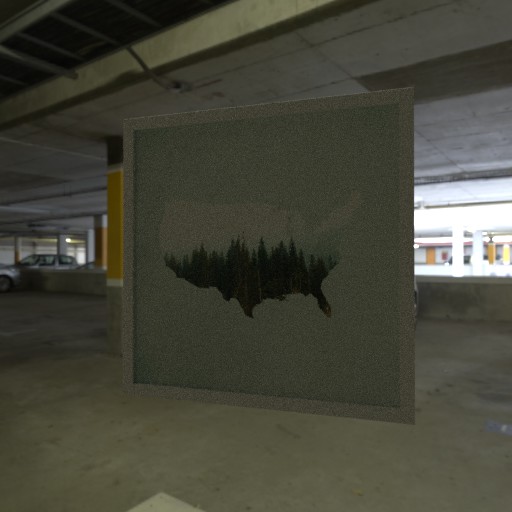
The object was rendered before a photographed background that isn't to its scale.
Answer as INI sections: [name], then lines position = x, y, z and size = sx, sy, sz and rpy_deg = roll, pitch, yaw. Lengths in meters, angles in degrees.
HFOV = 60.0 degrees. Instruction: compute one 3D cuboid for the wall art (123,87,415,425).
[wall art]
position = 0.000, 0.000, 1.133
size = 0.762, 0.762, 0.038
rpy_deg = 0, -1, 18
